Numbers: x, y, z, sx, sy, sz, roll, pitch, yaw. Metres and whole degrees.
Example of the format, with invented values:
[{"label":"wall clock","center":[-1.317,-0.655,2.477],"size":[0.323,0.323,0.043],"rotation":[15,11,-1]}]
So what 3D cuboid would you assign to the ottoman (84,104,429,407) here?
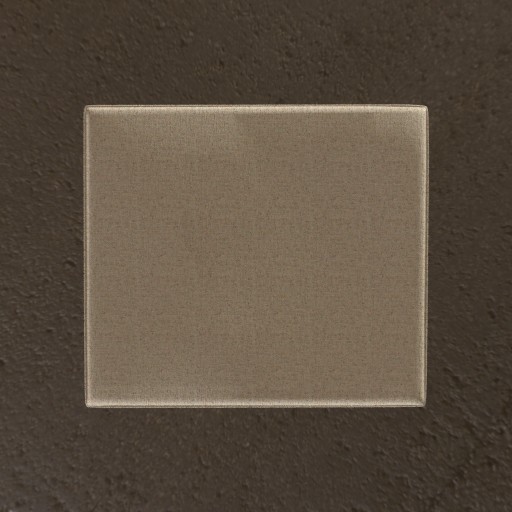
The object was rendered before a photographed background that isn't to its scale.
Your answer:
[{"label":"ottoman","center":[0.000,0.000,1.212],"size":[0.835,0.303,0.736],"rotation":[0,91,0]}]
